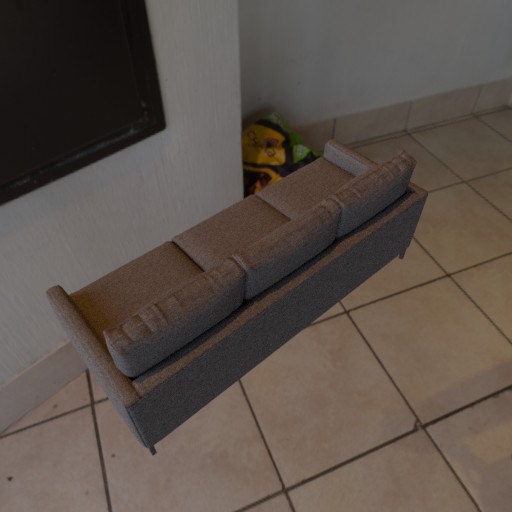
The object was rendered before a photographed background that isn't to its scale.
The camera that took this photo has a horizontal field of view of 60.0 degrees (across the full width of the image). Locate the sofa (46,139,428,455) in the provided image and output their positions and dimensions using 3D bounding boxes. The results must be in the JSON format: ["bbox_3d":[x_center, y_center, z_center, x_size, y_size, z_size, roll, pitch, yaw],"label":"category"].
[{"bbox_3d":[0.000,0.000,2.727,2.253,0.882,0.876,-32,55,-27],"label":"sofa"}]
